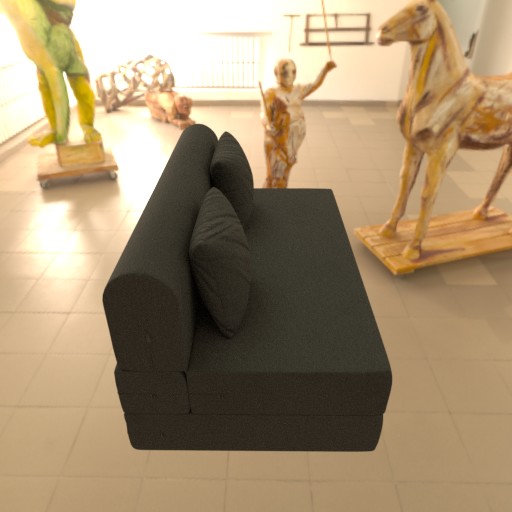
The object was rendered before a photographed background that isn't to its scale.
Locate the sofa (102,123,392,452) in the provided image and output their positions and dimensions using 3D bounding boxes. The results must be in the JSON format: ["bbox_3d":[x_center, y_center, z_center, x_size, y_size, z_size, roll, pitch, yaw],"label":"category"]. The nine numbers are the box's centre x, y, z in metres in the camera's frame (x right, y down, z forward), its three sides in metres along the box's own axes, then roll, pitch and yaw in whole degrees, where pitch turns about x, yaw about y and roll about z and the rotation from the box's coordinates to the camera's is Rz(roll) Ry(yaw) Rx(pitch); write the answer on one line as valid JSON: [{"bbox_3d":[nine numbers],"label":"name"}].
[{"bbox_3d":[0.000,0.000,1.704,0.762,0.670,1.225,0,32,0],"label":"sofa"}]
